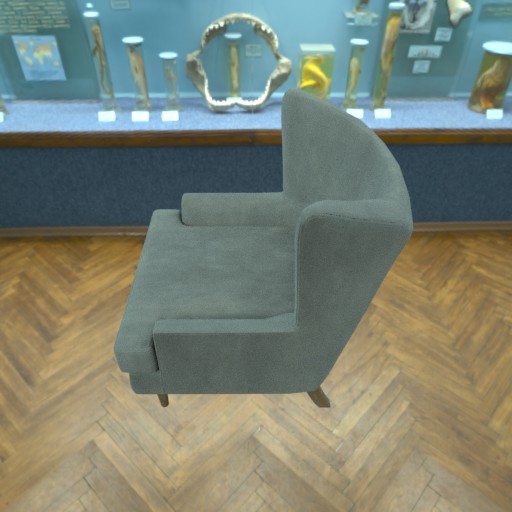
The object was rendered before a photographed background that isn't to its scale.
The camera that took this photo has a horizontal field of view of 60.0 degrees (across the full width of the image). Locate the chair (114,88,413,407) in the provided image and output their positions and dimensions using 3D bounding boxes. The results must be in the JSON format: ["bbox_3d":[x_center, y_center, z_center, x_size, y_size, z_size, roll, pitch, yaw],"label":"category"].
[{"bbox_3d":[0.000,0.000,1.625,0.906,0.950,0.784,0,41,0],"label":"chair"}]
